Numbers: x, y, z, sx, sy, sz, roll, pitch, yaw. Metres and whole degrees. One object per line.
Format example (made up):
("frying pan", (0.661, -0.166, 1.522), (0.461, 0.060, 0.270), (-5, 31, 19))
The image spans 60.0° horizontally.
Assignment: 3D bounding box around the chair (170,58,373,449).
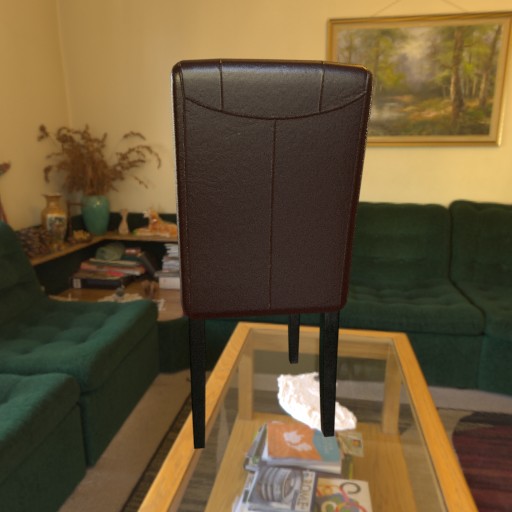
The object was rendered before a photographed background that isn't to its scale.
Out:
("chair", (0.000, 0.000, 1.200), (0.399, 0.897, 0.556), (-2, 14, -8))
